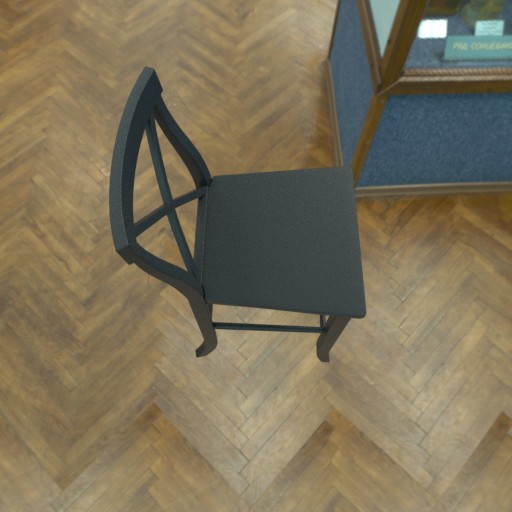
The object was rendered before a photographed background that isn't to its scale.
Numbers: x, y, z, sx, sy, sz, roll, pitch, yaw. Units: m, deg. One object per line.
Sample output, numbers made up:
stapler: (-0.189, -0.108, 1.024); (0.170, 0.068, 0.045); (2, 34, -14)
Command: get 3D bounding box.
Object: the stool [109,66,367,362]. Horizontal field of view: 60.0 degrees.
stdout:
stool: (0.000, 0.000, 1.309); (0.559, 0.989, 0.452); (1, 65, 0)
